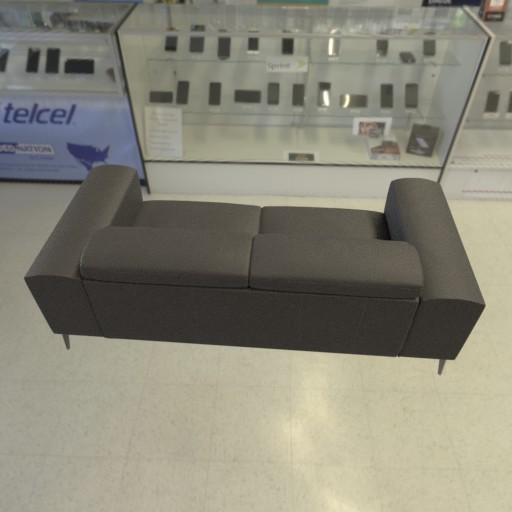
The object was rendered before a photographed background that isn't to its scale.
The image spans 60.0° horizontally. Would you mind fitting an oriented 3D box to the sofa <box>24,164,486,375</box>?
[{"bbox_3d":[0.000,0.000,2.722,2.330,0.814,1.048,3,44,3],"label":"sofa"}]
